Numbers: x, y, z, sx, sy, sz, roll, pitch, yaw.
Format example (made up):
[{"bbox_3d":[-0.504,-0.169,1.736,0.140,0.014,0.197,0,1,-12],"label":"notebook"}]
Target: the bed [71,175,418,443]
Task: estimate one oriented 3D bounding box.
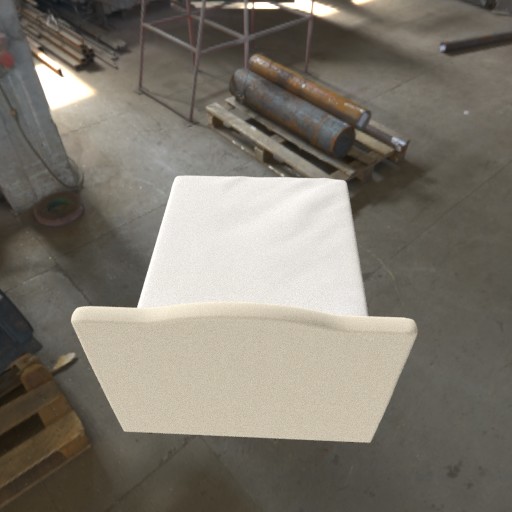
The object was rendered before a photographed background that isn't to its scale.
[{"bbox_3d":[0.000,0.000,3.321,1.741,1.449,2.196,2,46,2],"label":"bed"}]
